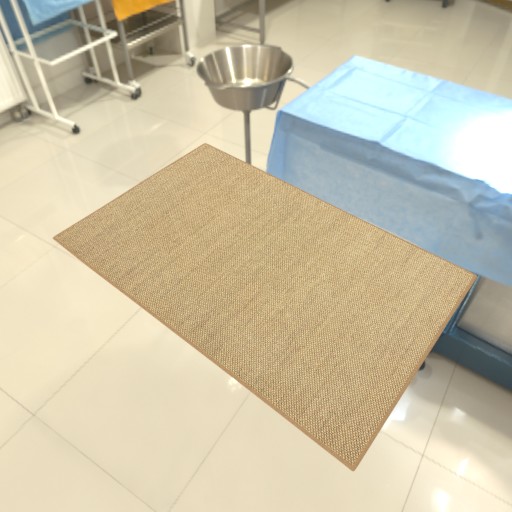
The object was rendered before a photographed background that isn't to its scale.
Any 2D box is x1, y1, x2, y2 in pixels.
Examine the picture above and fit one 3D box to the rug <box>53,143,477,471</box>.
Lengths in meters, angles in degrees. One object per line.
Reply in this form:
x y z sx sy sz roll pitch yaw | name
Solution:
0.000 0.000 2.041 1.668 0.012 1.061 31 54 26 | rug
